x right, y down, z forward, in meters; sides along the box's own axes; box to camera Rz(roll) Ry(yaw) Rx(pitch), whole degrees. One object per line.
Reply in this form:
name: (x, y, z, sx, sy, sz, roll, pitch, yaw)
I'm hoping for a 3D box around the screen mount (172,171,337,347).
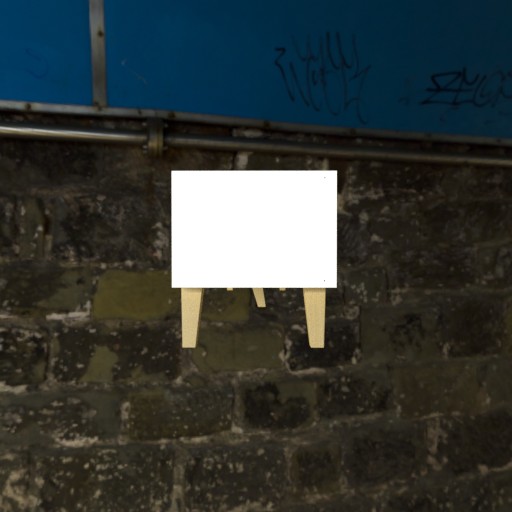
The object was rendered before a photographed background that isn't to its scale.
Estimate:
screen mount: (0.000, 0.000, 1.894, 0.399, 0.432, 1.644, 0, 1, 0)
